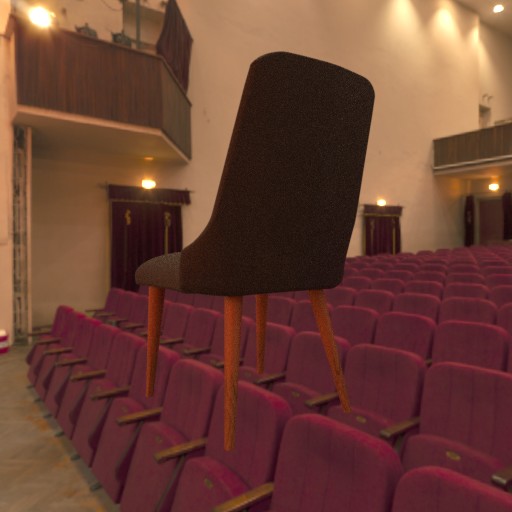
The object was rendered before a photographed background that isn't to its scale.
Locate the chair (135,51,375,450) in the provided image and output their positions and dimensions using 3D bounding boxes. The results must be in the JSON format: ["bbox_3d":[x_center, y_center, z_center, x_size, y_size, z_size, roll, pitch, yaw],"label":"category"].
[{"bbox_3d":[0.000,0.000,1.163,0.504,0.820,0.567,-1,2,-35],"label":"chair"}]
